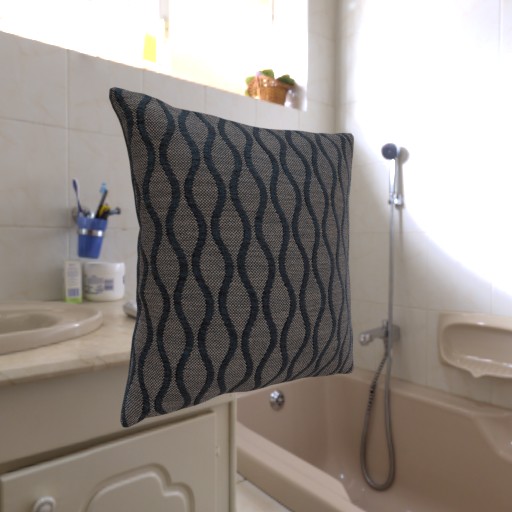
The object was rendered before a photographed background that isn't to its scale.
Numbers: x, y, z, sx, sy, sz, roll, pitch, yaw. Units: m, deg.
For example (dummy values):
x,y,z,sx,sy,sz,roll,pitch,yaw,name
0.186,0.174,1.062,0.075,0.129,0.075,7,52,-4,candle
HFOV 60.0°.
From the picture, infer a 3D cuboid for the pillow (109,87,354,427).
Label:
x,y,z,sx,sy,sz,roll,pitch,yaw,name
0.000,0.000,0.674,0.435,0.435,0.159,-1,2,-36,pillow
